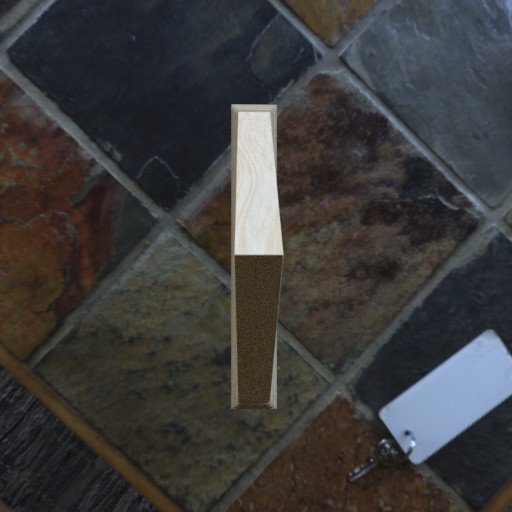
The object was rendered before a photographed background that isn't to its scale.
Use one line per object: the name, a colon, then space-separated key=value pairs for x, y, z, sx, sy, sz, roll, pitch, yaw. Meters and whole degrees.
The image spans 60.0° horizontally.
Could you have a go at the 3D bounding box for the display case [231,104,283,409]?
display case: x=0.000 y=0.000 z=0.767 sx=0.095 sy=0.340 sz=0.640 roll=0 pitch=90 yaw=-1
